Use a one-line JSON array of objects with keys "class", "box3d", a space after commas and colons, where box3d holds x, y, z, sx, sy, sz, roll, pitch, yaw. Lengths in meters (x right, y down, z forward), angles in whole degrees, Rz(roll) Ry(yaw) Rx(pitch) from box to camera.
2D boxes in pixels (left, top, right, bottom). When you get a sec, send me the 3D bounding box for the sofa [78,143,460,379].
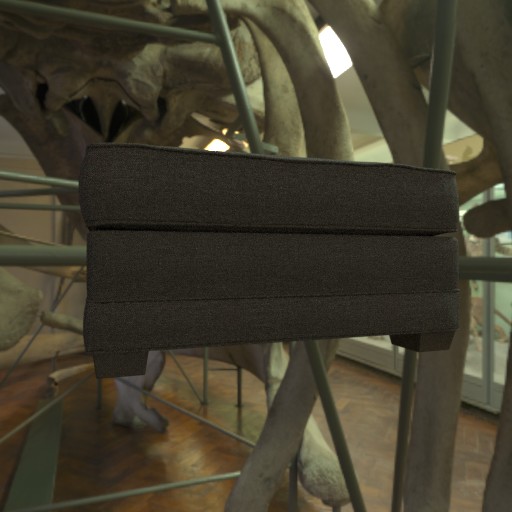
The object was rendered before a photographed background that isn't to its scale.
[{"class": "sofa", "box3d": [0.000, 0.000, 1.180, 0.854, 0.457, 0.578, 0, 0, -19]}]
